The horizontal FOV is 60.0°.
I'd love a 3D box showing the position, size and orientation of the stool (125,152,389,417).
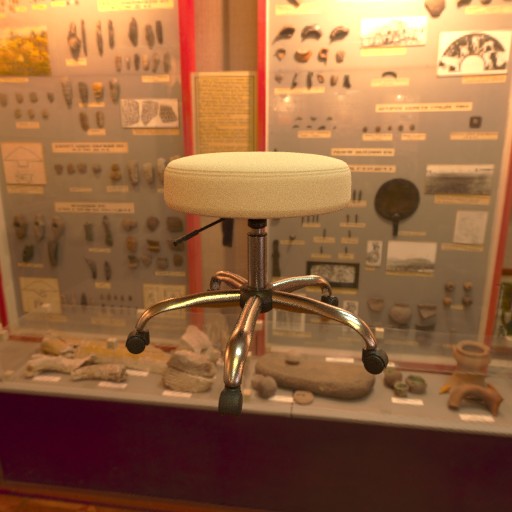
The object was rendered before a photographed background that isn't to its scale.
[{"bbox_3d":[0.000,0.000,1.060,0.634,0.482,0.614,3,15,10],"label":"stool"}]
